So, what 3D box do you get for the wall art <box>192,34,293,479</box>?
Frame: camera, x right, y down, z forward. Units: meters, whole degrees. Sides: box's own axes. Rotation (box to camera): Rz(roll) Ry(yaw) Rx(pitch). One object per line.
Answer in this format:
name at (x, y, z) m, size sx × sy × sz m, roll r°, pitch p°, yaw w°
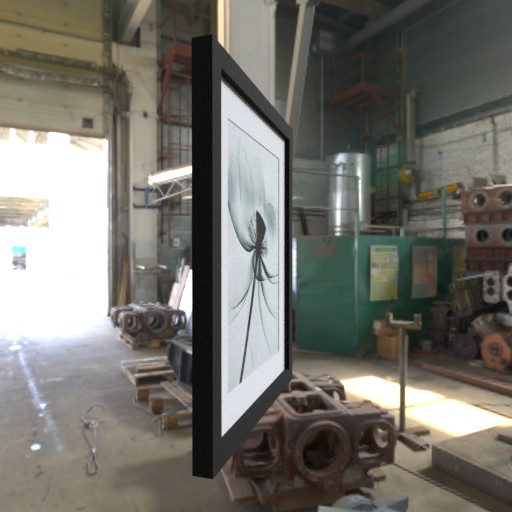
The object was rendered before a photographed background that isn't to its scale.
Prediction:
wall art at (0.000, 0.000, 0.779) m, size 0.029 × 0.559 × 0.457 m, roll 0°, pitch 1°, yaw 17°
